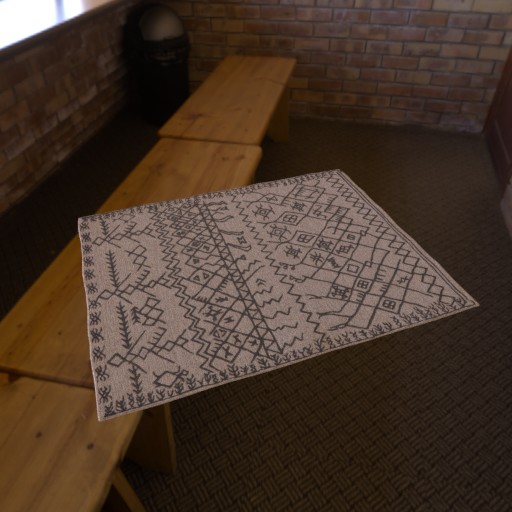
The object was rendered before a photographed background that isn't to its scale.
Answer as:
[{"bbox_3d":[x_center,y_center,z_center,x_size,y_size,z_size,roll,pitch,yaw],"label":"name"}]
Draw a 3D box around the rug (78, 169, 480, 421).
[{"bbox_3d":[0.000,0.000,3.304,2.455,0.025,1.964,-13,42,-15],"label":"rug"}]
